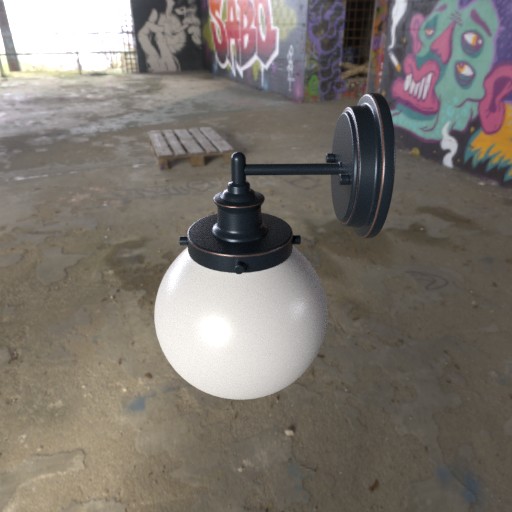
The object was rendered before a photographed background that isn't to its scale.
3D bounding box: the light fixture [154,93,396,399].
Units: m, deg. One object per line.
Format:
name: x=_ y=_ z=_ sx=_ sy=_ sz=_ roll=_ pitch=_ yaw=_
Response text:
light fixture: x=0.000 y=0.000 z=0.480 sx=0.230 sy=0.332 sz=0.197 roll=-1 pitch=28 yaw=-1
